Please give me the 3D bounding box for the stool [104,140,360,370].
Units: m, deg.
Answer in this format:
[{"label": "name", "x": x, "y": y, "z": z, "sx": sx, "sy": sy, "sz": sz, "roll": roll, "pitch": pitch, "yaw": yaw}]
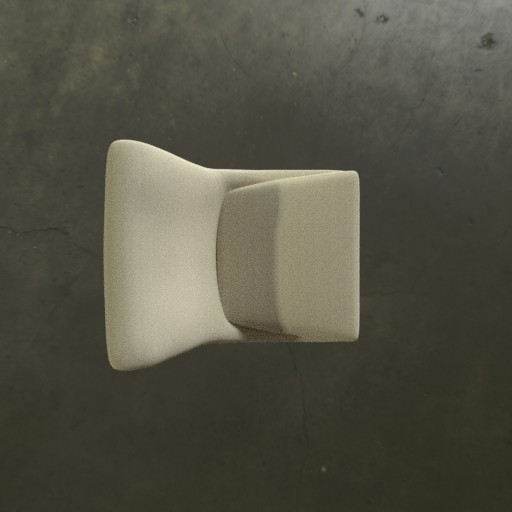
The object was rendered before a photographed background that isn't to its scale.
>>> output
[{"label": "stool", "x": 0.000, "y": 0.000, "z": 1.305, "sx": 0.559, "sy": 0.991, "sz": 0.483, "roll": 0, "pitch": 90, "yaw": 1}]
